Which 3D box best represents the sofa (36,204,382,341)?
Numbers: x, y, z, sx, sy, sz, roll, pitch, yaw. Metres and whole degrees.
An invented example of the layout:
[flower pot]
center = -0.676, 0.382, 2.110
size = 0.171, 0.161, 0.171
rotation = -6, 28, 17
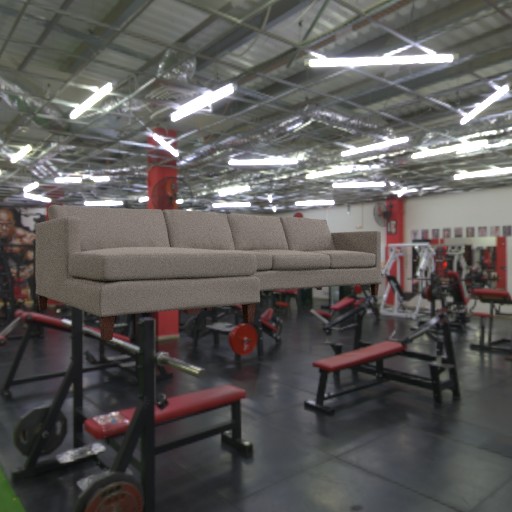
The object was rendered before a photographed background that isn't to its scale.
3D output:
[sofa]
center = 0.000, 0.000, 3.826
size = 3.186, 0.846, 1.625
rotation = 0, 1, -37
